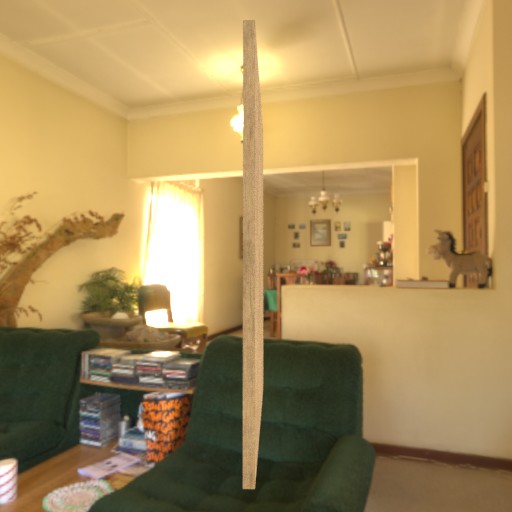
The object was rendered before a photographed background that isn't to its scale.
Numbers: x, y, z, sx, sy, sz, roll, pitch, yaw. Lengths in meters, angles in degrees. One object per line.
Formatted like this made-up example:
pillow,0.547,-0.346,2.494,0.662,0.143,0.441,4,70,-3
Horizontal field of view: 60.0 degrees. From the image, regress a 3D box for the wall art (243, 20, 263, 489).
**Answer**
wall art,0.000,0.000,0.915,0.018,0.686,0.534,0,-1,2
